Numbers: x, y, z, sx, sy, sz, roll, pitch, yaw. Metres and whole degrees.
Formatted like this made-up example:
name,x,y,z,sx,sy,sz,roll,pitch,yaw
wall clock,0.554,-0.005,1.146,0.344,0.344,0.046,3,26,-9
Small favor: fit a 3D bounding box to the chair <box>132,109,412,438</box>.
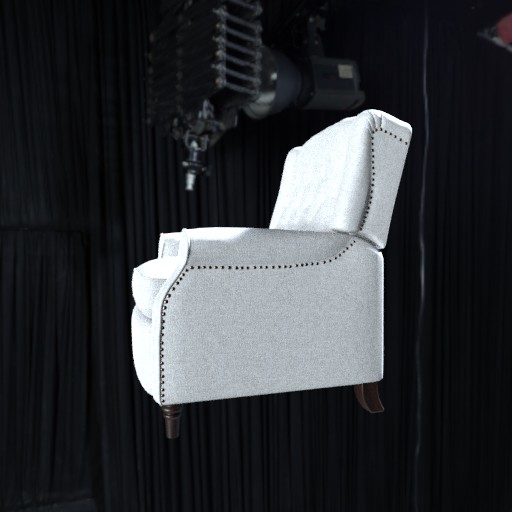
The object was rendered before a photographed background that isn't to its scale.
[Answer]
name,x,y,z,sx,sy,sz,roll,pitch,yaw
chair,0.000,0.000,1.674,0.902,1.035,0.742,-1,2,-18
